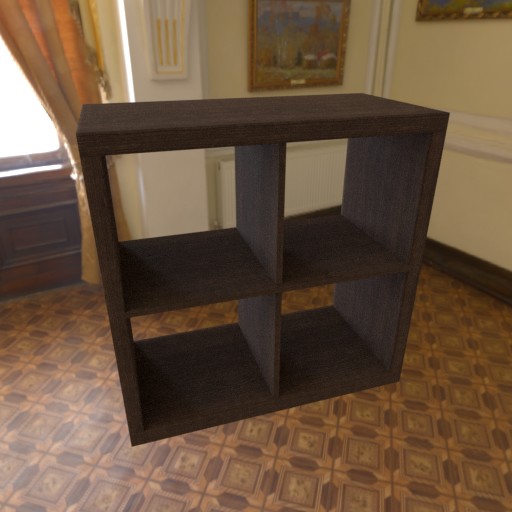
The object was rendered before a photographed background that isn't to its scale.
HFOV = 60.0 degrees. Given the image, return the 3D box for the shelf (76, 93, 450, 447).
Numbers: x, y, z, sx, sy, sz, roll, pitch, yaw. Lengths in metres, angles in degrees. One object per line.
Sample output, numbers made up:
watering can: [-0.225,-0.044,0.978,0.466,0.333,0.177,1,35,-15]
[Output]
shelf: [0.000,0.000,1.230,0.790,0.786,0.390,-8,28,-16]
